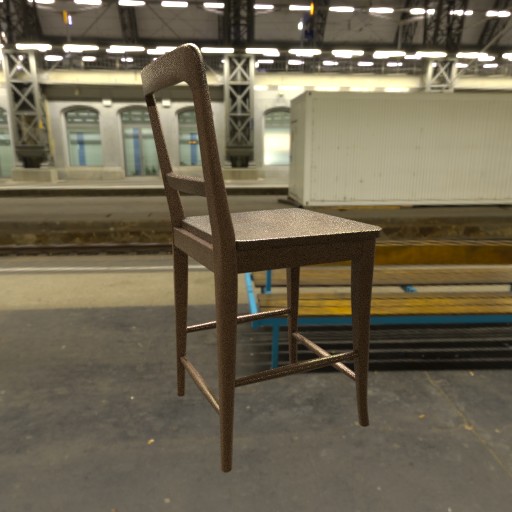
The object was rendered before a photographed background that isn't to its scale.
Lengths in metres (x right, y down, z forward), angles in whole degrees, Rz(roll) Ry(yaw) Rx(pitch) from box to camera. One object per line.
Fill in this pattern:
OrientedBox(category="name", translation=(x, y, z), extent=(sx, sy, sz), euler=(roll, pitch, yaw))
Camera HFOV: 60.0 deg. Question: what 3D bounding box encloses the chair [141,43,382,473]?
OrientedBox(category="chair", translation=(0.000, 0.000, 1.250), extent=(0.546, 0.991, 0.450), euler=(-7, 15, -25))
